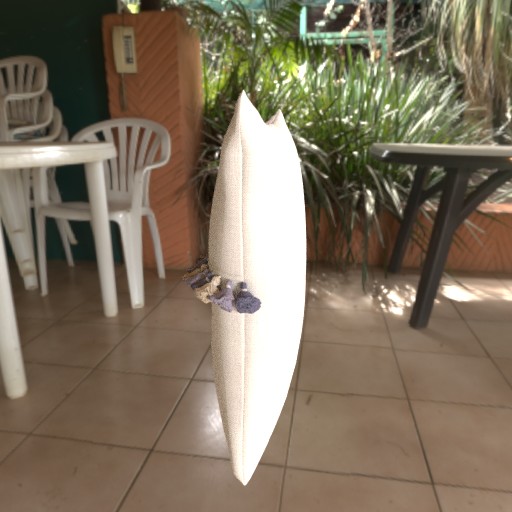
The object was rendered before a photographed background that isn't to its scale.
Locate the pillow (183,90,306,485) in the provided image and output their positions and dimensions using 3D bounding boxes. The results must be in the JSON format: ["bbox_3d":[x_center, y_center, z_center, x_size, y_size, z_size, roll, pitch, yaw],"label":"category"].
[{"bbox_3d":[0.000,0.000,0.732,0.165,0.481,0.489,2,16,8],"label":"pillow"}]
